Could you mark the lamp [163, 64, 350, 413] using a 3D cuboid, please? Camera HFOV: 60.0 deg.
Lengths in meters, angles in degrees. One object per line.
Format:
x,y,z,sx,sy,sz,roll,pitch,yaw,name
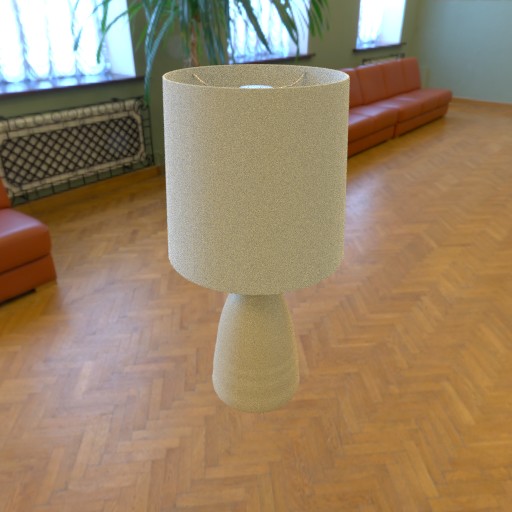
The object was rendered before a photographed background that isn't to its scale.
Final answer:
0.000,0.000,0.484,0.186,0.369,0.186,0,29,0,lamp
